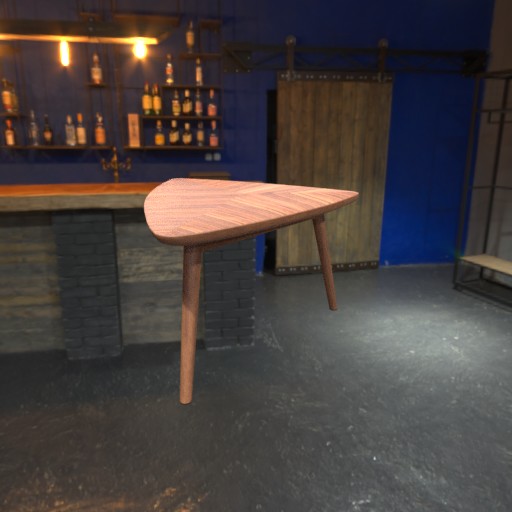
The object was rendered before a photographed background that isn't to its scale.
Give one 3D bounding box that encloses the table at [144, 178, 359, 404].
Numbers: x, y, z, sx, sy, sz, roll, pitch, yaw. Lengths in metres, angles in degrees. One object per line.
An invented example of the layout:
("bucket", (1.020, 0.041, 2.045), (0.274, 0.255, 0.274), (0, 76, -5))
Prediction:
("table", (0.000, 0.000, 1.302), (0.601, 0.365, 1.008), (-2, 16, -8))
